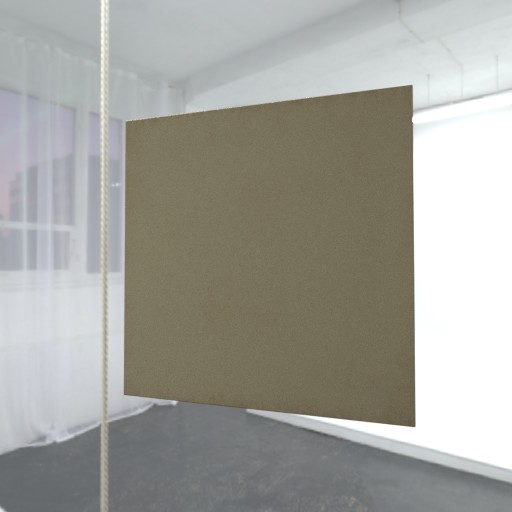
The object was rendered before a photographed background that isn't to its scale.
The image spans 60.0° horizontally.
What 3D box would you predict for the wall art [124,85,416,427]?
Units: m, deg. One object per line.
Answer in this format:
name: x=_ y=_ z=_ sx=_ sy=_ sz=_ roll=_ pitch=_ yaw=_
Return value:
wall art: x=0.000 y=0.000 z=0.749 sx=0.503 sy=0.506 sz=0.030 roll=0 pitch=-1 yaw=19
